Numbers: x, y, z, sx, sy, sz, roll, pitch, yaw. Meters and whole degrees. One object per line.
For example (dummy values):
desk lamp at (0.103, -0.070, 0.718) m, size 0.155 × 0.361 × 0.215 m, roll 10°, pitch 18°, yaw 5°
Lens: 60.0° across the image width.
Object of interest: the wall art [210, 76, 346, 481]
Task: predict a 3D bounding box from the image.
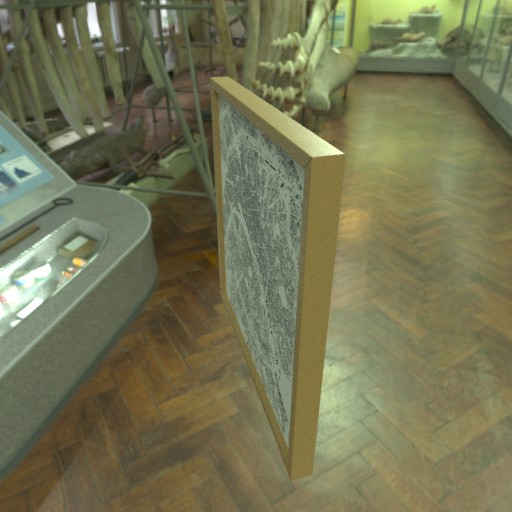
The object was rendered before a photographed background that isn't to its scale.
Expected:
wall art at (0.000, 0.000, 0.767) m, size 0.036 × 0.509 × 0.509 m, roll -8°, pitch 31°, yaw -14°
